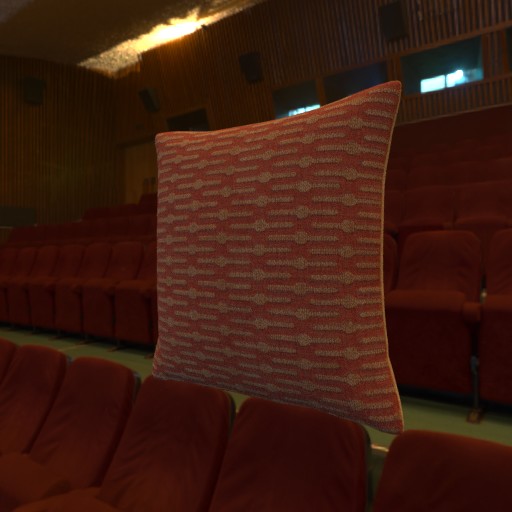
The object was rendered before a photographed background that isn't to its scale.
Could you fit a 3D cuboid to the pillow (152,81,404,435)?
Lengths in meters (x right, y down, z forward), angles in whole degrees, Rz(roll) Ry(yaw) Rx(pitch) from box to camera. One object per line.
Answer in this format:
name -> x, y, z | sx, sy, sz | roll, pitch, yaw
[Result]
pillow -> 0.000, 0.000, 0.771 | 0.511, 0.503, 0.182 | 0, 0, 35
